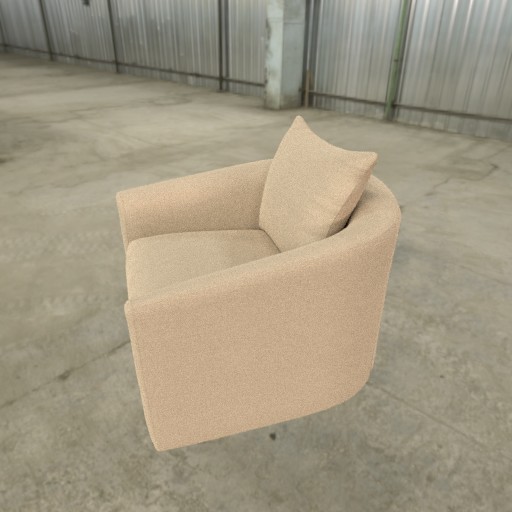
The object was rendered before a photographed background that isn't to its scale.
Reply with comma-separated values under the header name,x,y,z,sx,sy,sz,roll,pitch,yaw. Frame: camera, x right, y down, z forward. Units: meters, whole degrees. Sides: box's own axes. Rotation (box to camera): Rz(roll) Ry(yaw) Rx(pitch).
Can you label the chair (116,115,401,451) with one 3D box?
name,x,y,z,sx,sy,sz,roll,pitch,yaw
chair,0.000,0.000,1.587,0.910,0.848,0.845,-8,30,-15
